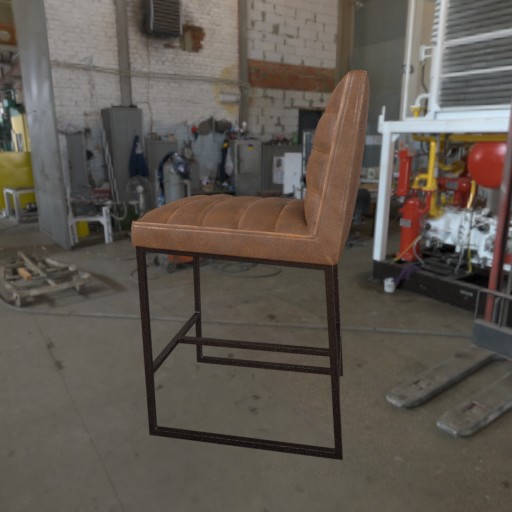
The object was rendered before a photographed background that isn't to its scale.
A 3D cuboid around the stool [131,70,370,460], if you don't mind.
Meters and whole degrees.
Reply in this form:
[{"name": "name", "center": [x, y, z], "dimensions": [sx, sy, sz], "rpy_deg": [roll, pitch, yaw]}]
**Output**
[{"name": "stool", "center": [0.000, 0.000, 1.270], "dimensions": [0.562, 0.942, 0.463], "rpy_deg": [3, 15, 10]}]
